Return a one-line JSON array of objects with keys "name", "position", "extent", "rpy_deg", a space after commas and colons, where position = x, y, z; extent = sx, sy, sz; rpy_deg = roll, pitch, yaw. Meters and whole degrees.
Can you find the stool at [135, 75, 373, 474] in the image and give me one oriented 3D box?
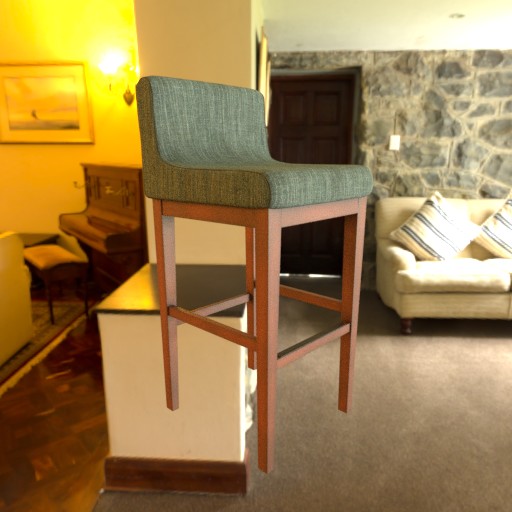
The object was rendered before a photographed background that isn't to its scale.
[{"name": "stool", "position": [0.000, 0.000, 1.257], "extent": [0.499, 0.965, 0.426], "rpy_deg": [13, 18, 42]}]
